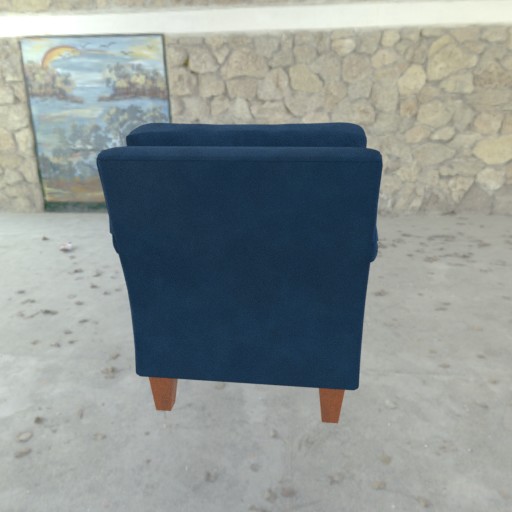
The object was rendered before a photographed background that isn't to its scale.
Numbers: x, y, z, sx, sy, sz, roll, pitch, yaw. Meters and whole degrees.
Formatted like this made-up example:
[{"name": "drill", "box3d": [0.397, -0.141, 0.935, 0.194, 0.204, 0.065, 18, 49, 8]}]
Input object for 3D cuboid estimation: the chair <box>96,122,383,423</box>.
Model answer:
[{"name": "chair", "box3d": [0.000, 0.000, 1.882, 0.895, 1.076, 1.078, 2, 16, 7]}]
